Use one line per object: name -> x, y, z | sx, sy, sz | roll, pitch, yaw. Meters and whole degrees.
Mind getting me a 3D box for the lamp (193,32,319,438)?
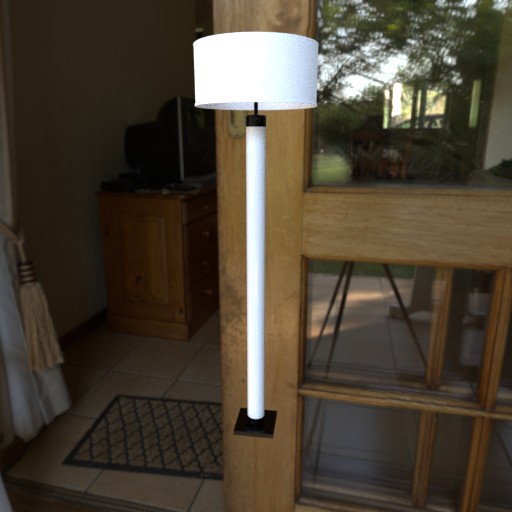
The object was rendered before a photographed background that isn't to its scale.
lamp -> 0.000, 0.000, 1.676 | 0.420, 1.475, 0.420 | 2, 15, 8
